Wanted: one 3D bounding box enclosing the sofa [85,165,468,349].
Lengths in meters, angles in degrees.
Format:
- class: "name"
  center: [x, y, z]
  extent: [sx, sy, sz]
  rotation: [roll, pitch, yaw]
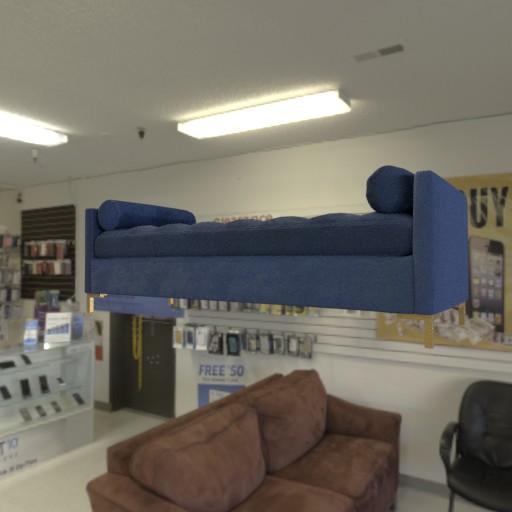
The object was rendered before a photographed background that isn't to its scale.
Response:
- class: "sofa"
  center: [0.000, 0.000, 2.506]
  extent: [2.102, 0.705, 0.796]
  rotation: [-1, -1, 34]
